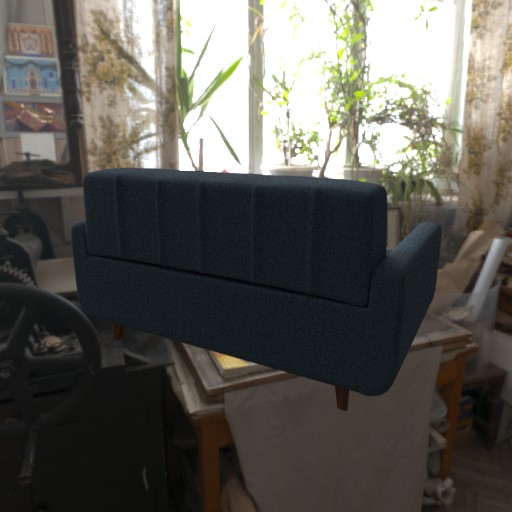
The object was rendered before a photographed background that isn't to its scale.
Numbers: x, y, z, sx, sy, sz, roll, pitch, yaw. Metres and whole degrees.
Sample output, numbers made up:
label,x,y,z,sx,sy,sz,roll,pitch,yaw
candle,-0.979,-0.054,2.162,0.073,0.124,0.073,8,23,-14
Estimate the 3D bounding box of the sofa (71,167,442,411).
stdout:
label,x,y,z,sx,sy,sz,roll,pitch,yaw
sofa,0.000,0.000,2.277,1.651,0.896,0.942,9,18,28
